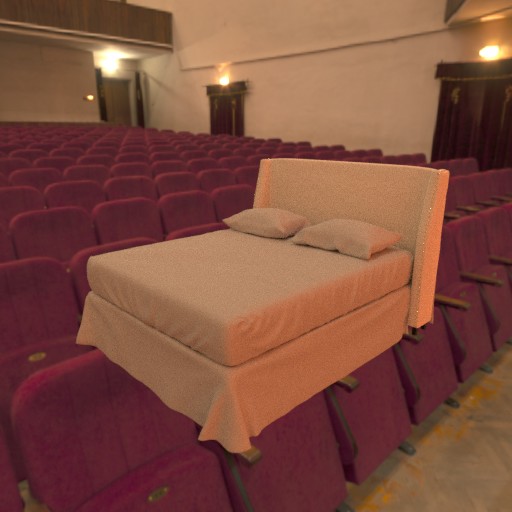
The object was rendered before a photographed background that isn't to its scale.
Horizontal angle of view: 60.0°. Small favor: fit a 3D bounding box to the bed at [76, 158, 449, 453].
[{"bbox_3d":[0.000,0.000,3.426,2.276,1.332,1.925,-15,22,-42],"label":"bed"}]
